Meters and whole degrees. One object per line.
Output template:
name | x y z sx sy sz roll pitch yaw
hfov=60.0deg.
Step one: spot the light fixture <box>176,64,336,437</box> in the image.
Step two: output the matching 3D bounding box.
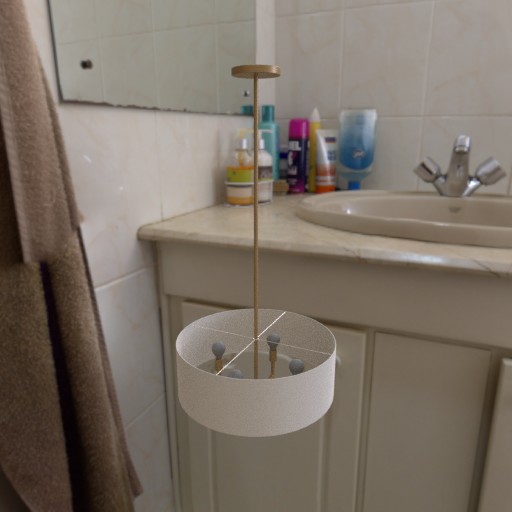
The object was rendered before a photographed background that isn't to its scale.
light fixture | 0.000 0.000 1.355 0.508 1.067 0.508 0 15 0
